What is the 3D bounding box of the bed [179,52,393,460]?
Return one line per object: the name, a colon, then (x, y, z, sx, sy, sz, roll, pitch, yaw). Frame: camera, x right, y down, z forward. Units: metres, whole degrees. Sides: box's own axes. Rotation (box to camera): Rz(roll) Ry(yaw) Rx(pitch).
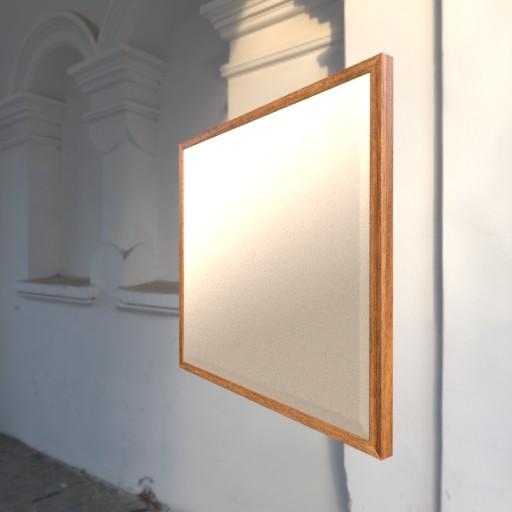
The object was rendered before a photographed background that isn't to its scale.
bed: (0.000, 0.000, 1.452, 0.043, 0.940, 1.041, 0, 0, -36)
